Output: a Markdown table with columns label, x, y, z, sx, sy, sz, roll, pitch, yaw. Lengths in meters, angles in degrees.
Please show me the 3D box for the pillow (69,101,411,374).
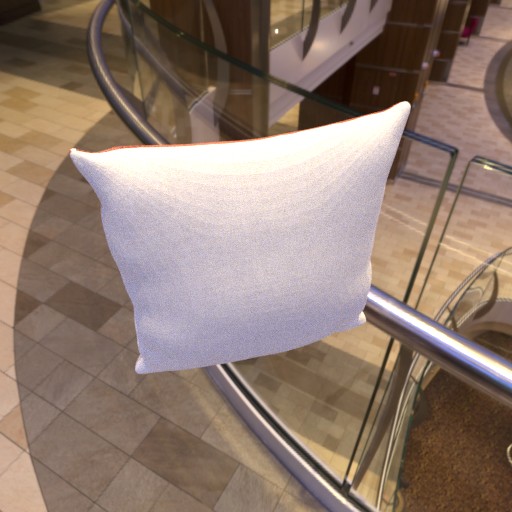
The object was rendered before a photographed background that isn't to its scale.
| label | x | y | z | sx | sy | sz | roll | pitch | yaw |
| --- | --- | --- | --- | --- | --- | --- | --- | --- | --- |
| pillow | 0.000 | 0.000 | 0.682 | 0.440 | 0.441 | 0.182 | -11 | 43 | -12 |
